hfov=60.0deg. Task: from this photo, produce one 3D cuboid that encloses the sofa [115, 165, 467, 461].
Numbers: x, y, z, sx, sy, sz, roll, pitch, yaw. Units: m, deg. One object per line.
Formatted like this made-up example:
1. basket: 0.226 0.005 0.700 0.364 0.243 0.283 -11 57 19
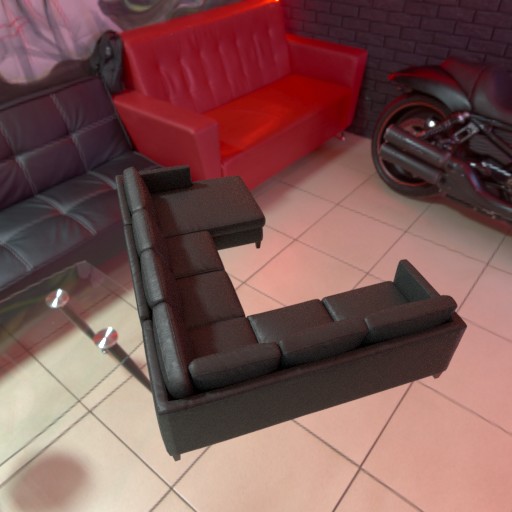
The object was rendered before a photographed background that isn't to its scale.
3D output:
1. sofa: 0.000 0.000 4.747 2.593 0.923 3.460 -12 42 -14
